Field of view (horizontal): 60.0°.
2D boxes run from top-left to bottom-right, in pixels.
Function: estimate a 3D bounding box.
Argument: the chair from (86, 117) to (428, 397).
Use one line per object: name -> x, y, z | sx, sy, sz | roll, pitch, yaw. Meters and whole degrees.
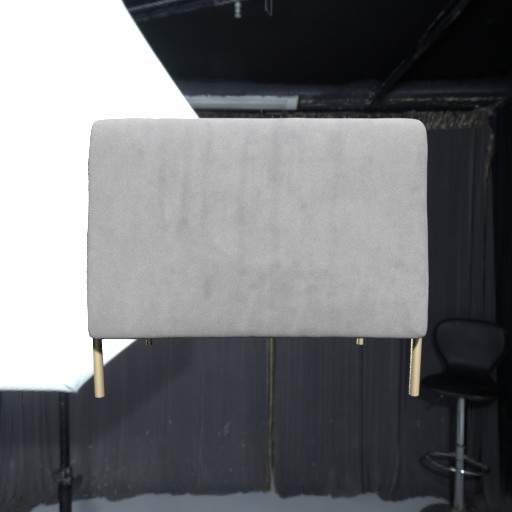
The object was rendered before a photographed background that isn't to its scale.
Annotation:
chair -> 0.000, 0.000, 1.599 | 0.981, 0.779, 0.873 | 0, 1, -1
